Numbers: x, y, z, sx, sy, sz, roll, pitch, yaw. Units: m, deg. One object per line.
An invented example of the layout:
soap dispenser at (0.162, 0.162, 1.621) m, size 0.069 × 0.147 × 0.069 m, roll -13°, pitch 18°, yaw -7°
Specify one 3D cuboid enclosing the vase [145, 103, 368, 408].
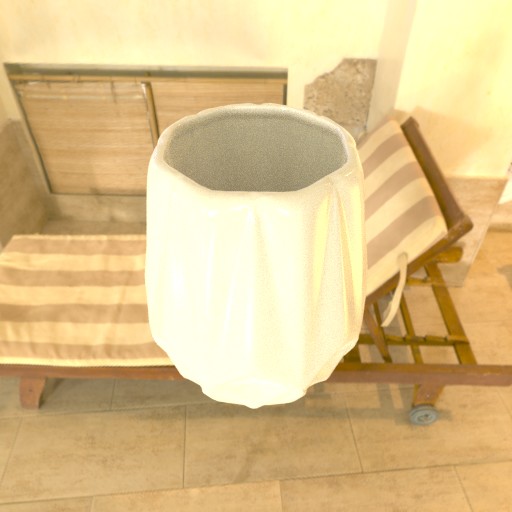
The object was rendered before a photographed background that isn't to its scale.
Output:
vase at (0.000, 0.000, 0.270) m, size 0.141 × 0.152 × 0.141 m, roll 0°, pitch 41°, yaw 0°
